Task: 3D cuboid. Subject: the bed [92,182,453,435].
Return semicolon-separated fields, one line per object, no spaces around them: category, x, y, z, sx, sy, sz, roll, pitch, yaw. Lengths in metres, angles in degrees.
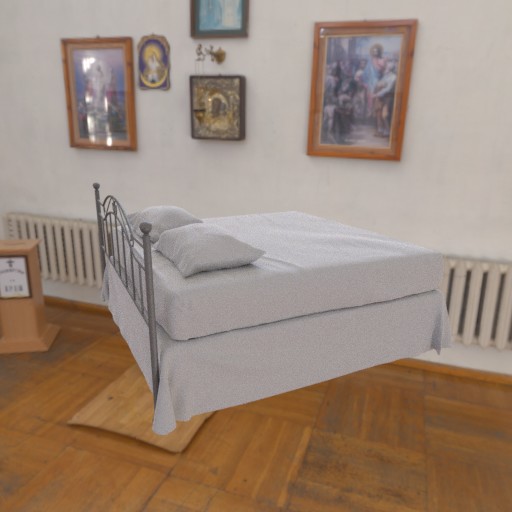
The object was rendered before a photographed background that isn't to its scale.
bed;0.000;0.000;3.542;2.220;1.080;2.309;-7;17;-25
